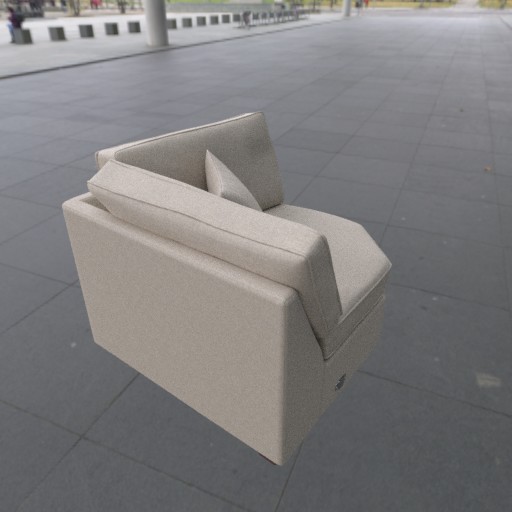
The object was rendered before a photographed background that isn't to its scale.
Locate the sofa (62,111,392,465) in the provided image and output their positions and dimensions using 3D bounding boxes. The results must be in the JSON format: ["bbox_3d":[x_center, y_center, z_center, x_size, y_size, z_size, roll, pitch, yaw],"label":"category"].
[{"bbox_3d":[0.000,0.000,1.869,1.050,0.937,1.042,22,37,32],"label":"sofa"}]
